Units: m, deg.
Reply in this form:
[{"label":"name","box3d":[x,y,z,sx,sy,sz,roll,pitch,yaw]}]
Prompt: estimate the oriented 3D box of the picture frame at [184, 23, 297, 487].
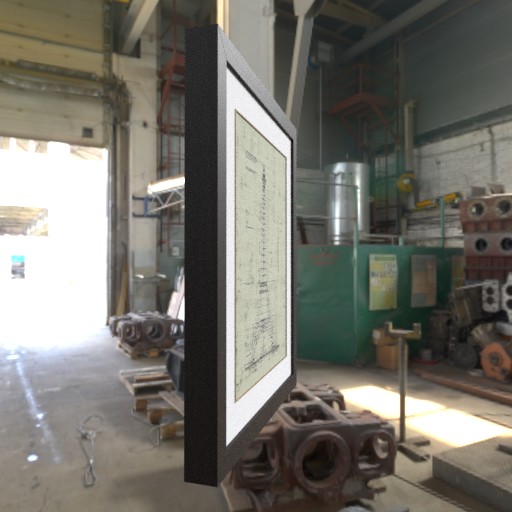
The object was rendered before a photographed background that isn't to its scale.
[{"label":"picture frame","box3d":[0.000,0.000,0.753,0.044,0.555,0.452,0,0,17]}]
